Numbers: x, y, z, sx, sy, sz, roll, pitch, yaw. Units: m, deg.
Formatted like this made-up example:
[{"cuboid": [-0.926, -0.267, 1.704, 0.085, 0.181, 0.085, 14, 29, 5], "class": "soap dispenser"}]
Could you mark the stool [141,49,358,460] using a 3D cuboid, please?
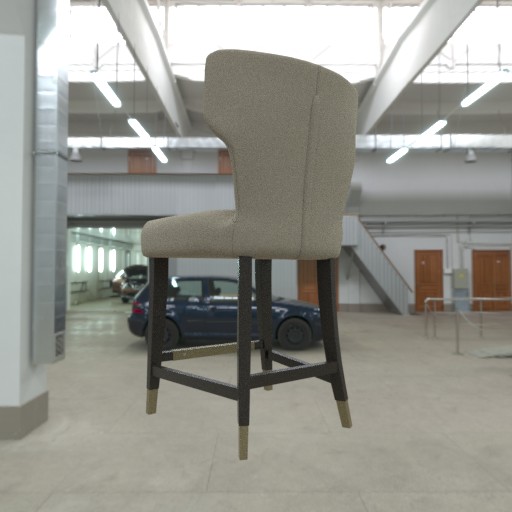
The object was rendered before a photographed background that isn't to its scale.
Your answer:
[{"cuboid": [0.000, 0.000, 1.335, 0.527, 0.982, 0.563, 1, -2, -36], "class": "stool"}]
